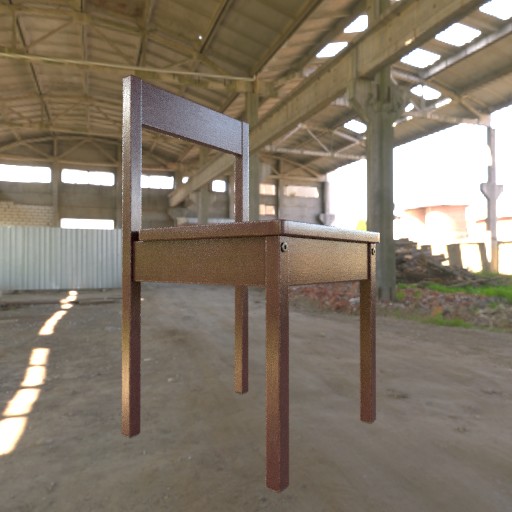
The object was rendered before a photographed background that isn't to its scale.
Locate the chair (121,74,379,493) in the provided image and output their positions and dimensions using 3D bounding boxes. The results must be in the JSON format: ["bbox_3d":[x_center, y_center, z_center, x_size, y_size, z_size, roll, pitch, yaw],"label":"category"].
[{"bbox_3d":[0.000,0.000,0.860,0.361,0.668,0.367,-1,-1,36],"label":"chair"}]
